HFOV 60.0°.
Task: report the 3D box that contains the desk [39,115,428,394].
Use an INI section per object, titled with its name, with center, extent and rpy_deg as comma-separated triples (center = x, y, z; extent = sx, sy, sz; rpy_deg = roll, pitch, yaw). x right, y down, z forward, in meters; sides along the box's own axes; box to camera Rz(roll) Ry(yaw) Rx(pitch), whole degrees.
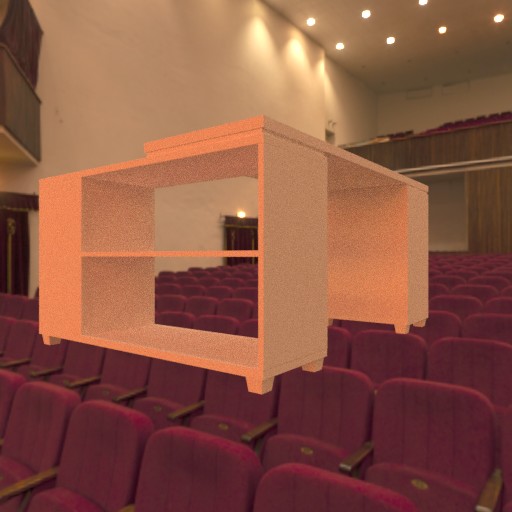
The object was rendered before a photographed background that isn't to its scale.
[desk]
center = 0.000, 0.000, 2.163
extent = 1.199, 0.759, 1.524
rpy_deg = 0, 0, 37
